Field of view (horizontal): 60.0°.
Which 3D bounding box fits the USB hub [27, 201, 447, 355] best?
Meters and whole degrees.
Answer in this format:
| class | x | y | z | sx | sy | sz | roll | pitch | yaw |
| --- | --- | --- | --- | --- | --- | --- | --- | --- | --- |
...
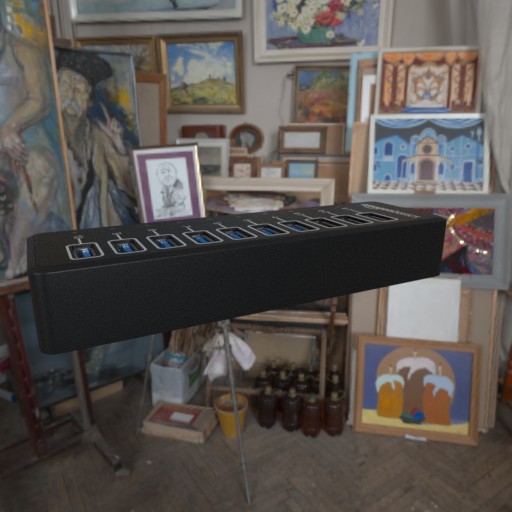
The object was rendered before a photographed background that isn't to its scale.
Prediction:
| class | x | y | z | sx | sy | sz | roll | pitch | yaw |
| --- | --- | --- | --- | --- | --- | --- | --- | --- | --- |
| USB hub | 0.000 | 0.000 | 0.159 | 0.145 | 0.023 | 0.044 | -8 | 18 | -25 |
